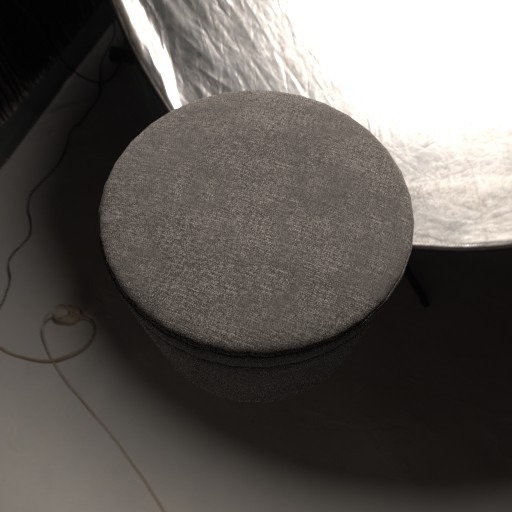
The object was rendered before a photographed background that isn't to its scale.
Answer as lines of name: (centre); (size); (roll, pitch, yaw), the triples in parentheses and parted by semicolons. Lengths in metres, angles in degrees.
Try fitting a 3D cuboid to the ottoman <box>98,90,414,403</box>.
ottoman: (0.000, 0.000, 0.868); (0.500, 0.419, 0.500); (0, 63, 0)
